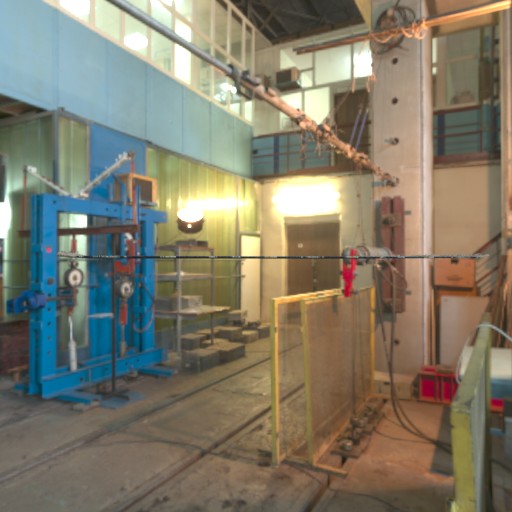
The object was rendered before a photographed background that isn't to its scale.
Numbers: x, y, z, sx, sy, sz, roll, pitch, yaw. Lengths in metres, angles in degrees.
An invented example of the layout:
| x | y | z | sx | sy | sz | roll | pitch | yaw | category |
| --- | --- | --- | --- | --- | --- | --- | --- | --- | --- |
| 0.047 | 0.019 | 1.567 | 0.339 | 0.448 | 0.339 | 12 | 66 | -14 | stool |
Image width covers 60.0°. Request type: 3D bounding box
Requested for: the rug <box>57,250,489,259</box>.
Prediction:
| x | y | z | sx | sy | sz | roll | pitch | yaw | category |
| --- | --- | --- | --- | --- | --- | --- | --- | --- | --- |
| 0.000 | 0.000 | 4.292 | 3.307 | 0.047 | 2.418 | 0 | -1 | -18 | rug |
